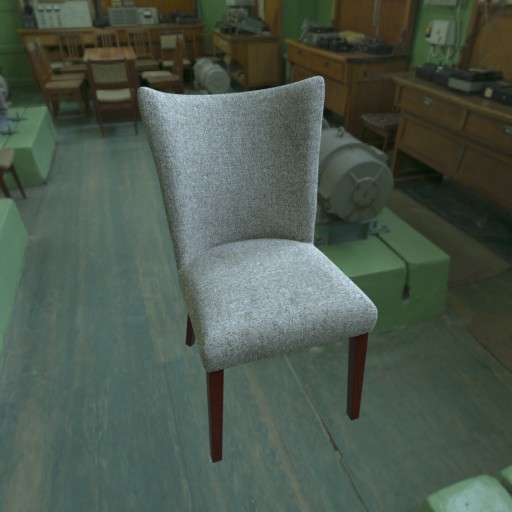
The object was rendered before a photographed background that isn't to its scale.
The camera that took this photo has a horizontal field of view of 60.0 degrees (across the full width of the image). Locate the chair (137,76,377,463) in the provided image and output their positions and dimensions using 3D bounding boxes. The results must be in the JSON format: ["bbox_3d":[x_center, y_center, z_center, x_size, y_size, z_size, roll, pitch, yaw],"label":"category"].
[{"bbox_3d":[0.000,0.000,1.319,0.535,0.924,0.623,-10,33,-16],"label":"chair"}]
